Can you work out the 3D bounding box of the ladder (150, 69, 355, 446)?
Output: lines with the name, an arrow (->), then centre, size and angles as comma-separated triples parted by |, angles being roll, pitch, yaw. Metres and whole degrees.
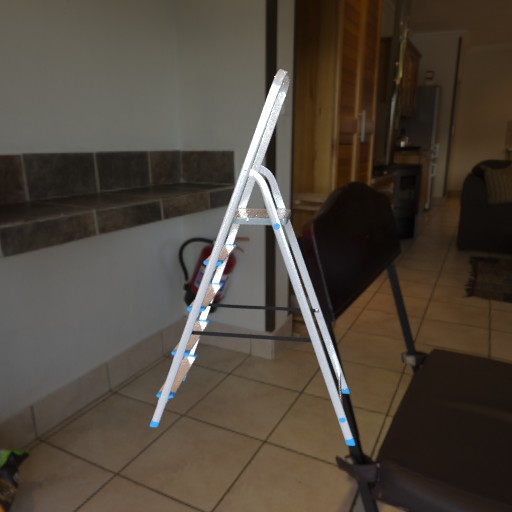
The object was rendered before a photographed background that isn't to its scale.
ladder -> 0.000, 0.000, 2.129 | 0.990, 1.648, 0.468 | 2, 14, 8
